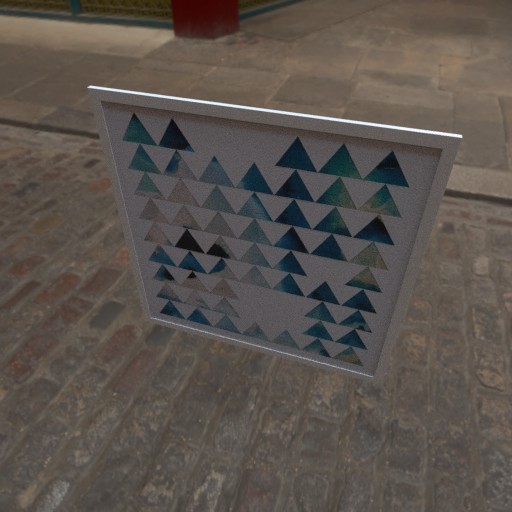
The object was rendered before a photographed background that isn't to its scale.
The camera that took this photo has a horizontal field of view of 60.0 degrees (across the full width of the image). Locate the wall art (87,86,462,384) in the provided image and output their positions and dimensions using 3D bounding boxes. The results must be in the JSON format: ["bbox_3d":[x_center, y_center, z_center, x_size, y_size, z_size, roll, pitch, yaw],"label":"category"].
[{"bbox_3d":[0.000,0.000,0.669,0.456,0.456,0.007,12,42,14],"label":"wall art"}]
